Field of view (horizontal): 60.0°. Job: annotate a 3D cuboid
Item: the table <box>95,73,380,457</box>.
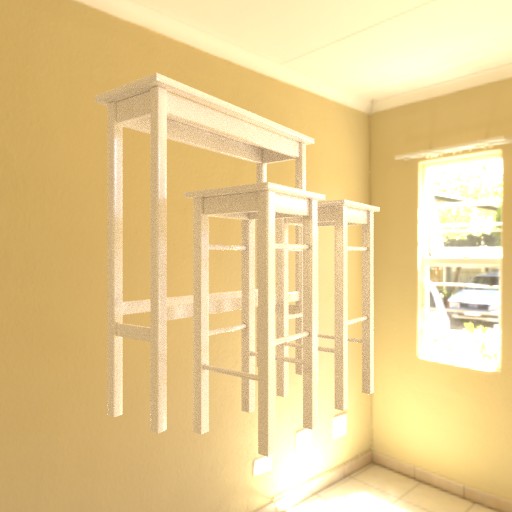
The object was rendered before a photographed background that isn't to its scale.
[{"bbox_3d":[0.000,0.000,1.640,0.650,1.065,0.915,0,0,37],"label":"table"}]
